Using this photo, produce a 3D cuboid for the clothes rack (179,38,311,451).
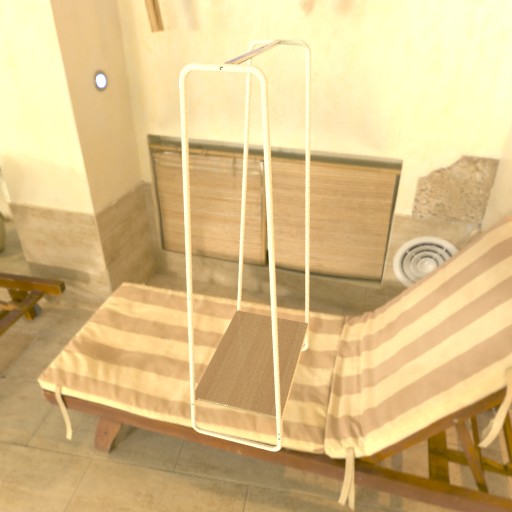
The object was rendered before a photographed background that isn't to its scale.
[{"bbox_3d":[0.000,0.000,1.763,0.400,1.500,0.640,9,32,14],"label":"clothes rack"}]
